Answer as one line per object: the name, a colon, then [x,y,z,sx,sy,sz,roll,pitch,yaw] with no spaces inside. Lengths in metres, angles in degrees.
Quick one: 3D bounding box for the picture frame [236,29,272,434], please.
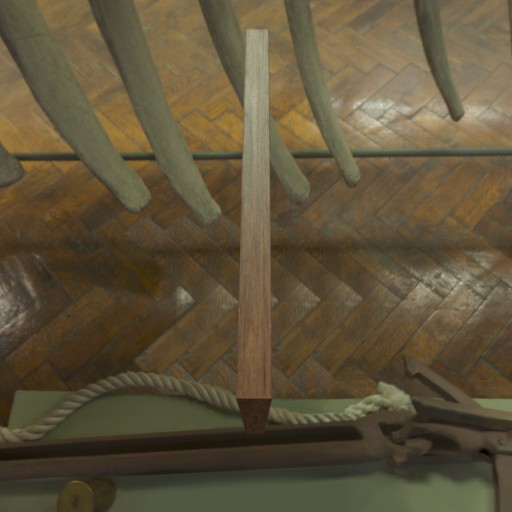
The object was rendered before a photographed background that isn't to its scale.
picture frame: [0.000,0.000,0.541,0.025,0.330,0.381,0,64,0]
